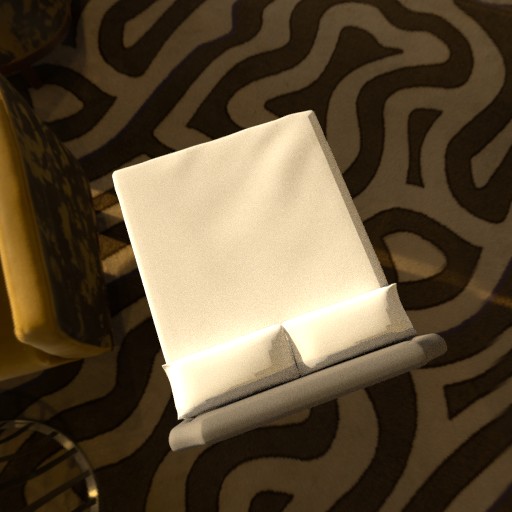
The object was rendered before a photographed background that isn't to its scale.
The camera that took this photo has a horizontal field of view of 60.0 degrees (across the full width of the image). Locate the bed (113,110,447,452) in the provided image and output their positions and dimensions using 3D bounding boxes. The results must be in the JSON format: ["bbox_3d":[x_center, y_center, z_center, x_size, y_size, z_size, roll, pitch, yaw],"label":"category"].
[{"bbox_3d":[0.000,0.000,3.917,2.194,1.561,2.536,-19,76,-5],"label":"bed"}]
